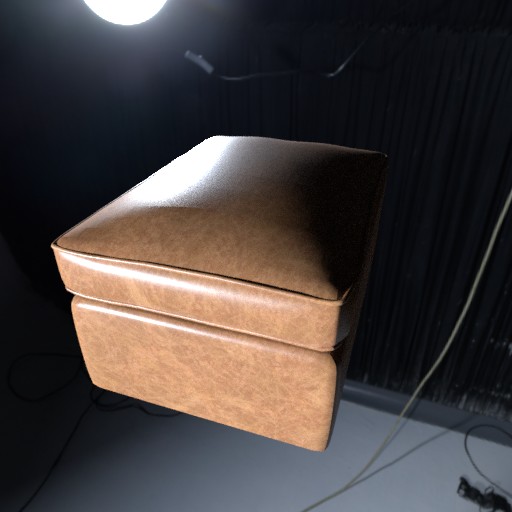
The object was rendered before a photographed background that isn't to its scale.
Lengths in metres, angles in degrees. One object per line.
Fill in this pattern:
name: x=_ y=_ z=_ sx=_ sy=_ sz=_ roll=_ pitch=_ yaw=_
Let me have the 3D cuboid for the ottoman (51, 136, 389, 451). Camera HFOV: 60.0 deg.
ottoman: x=0.000 y=0.000 z=1.113 sx=0.554 sy=0.468 sz=0.756 roll=10 pitch=32 yaw=16
